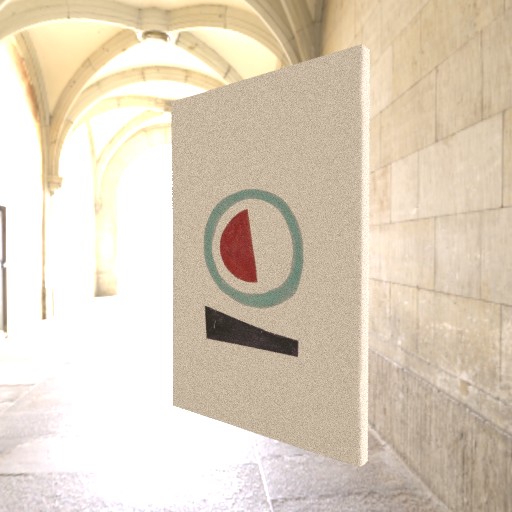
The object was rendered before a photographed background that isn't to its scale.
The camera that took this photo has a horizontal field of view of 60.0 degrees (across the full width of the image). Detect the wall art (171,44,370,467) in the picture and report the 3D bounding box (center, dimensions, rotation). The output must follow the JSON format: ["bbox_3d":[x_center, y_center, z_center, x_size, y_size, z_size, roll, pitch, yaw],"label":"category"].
[{"bbox_3d":[0.000,0.000,1.142,0.602,0.902,0.048,1,1,38],"label":"wall art"}]
